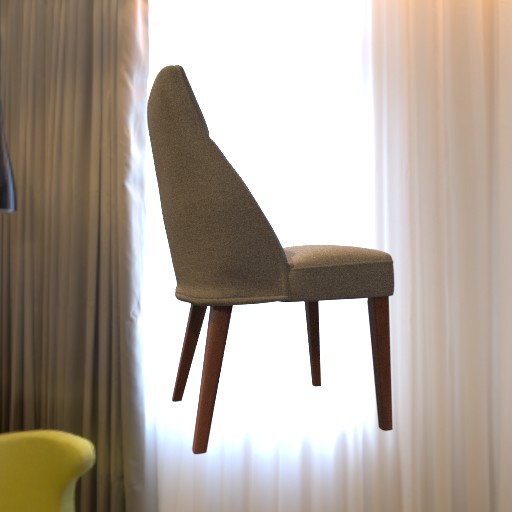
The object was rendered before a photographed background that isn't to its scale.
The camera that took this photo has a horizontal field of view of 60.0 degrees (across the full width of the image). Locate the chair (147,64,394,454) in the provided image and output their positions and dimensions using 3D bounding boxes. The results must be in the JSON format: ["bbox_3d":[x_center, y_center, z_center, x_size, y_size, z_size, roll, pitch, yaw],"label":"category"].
[{"bbox_3d":[0.000,0.000,1.300,0.620,0.930,0.500,0,0,-18],"label":"chair"}]
